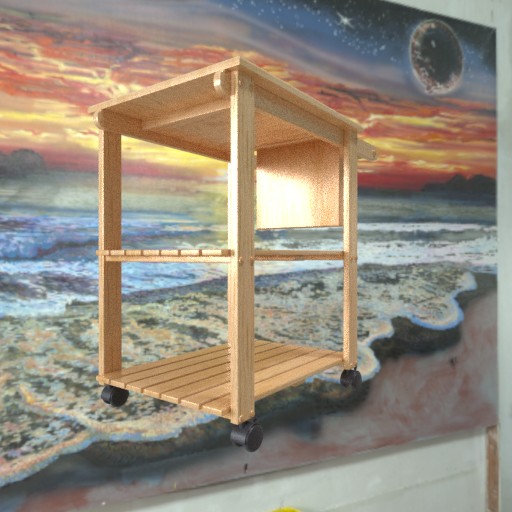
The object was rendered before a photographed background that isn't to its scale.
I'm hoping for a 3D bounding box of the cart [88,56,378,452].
[{"bbox_3d":[0.000,0.000,1.357,0.520,0.816,0.843,0,0,36],"label":"cart"}]
